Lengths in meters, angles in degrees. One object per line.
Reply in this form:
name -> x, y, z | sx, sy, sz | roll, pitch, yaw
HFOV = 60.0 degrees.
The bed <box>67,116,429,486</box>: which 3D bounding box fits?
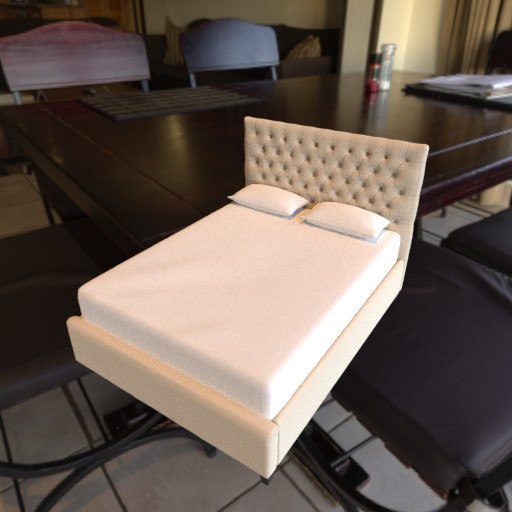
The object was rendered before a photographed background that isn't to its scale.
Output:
bed -> 0.000, 0.000, 3.305 | 1.696, 1.426, 2.233 | 19, 35, 29
